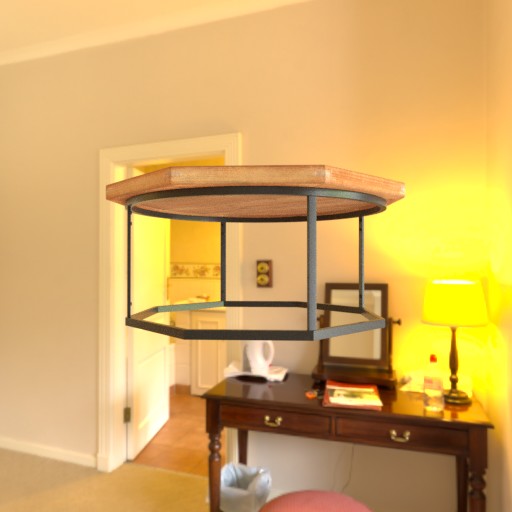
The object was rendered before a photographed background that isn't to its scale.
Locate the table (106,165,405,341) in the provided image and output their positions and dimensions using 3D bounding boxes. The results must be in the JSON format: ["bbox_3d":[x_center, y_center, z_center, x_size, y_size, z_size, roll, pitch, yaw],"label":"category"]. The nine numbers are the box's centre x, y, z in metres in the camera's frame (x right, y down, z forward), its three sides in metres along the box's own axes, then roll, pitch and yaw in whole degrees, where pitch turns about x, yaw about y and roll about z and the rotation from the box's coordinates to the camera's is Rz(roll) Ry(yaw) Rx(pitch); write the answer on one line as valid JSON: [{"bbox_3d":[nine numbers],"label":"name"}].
[{"bbox_3d":[0.000,0.000,1.559,1.002,0.444,1.002,0,0,0],"label":"table"}]
